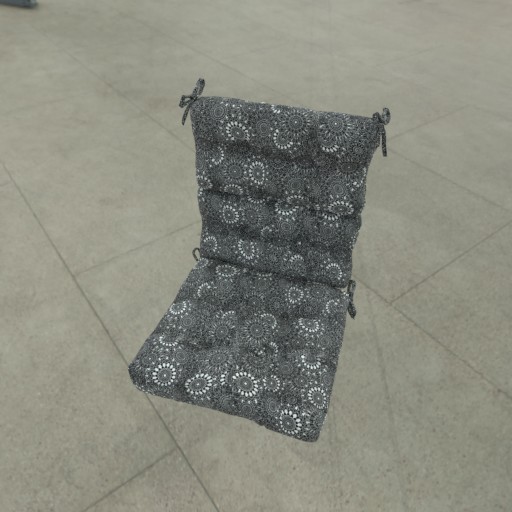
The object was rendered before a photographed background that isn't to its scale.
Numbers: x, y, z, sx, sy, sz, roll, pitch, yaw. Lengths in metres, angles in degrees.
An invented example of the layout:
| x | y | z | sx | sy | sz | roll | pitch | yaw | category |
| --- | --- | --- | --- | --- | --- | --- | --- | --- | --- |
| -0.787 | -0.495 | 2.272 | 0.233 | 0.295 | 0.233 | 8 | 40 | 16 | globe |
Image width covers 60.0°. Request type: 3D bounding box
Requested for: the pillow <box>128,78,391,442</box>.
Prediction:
| x | y | z | sx | sy | sz | roll | pitch | yaw | category |
| --- | --- | --- | --- | --- | --- | --- | --- | --- | --- |
| 0.000 | 0.000 | 1.059 | 0.519 | 0.605 | 0.571 | 12 | 44 | 13 | pillow |
